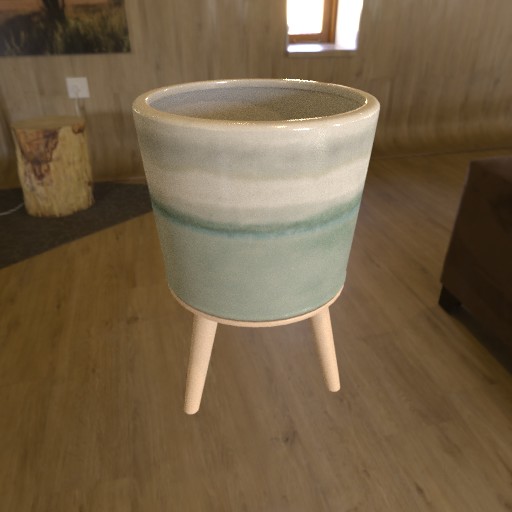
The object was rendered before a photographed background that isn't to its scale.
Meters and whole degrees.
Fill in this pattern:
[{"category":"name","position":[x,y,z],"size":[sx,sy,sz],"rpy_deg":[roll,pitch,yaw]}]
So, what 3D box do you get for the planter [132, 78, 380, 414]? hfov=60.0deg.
[{"category":"planter","position":[0.000,0.000,0.585],"size":[0.265,0.404,0.265],"rpy_deg":[1,30,1]}]
